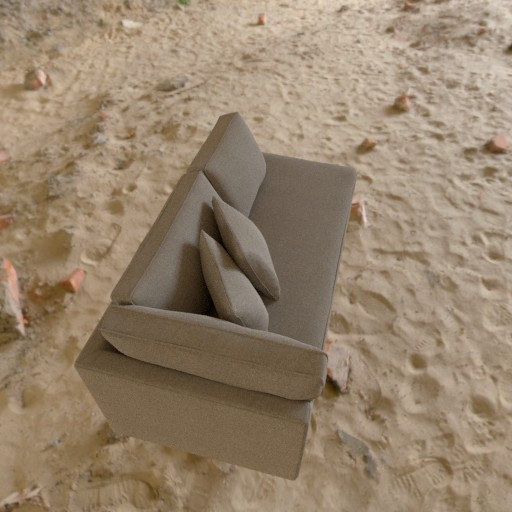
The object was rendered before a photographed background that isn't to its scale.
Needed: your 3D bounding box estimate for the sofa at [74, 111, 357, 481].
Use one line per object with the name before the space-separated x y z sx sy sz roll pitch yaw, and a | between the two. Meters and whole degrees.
sofa | 0.000 0.000 2.804 1.110 1.019 2.238 11 48 10
